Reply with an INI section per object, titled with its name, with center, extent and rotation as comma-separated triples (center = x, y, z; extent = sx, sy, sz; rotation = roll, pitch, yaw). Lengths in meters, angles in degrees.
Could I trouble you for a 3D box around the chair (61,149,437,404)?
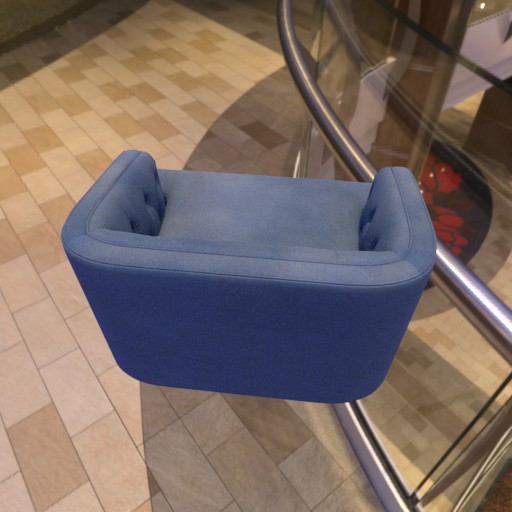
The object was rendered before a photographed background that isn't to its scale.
[chair]
center = 0.000, 0.000, 1.710
extent = 1.118, 0.787, 0.914
rotation = 5, 46, 5
